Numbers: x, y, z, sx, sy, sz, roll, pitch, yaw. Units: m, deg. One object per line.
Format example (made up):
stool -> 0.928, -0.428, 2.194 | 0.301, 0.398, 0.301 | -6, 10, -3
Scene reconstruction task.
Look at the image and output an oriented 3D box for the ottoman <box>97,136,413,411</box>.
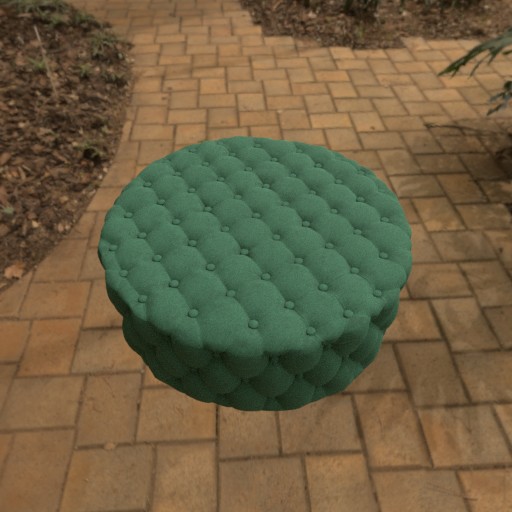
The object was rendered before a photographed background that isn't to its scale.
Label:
ottoman -> 0.000, 0.000, 1.530 | 0.998, 0.399, 0.998 | 0, 46, 0
